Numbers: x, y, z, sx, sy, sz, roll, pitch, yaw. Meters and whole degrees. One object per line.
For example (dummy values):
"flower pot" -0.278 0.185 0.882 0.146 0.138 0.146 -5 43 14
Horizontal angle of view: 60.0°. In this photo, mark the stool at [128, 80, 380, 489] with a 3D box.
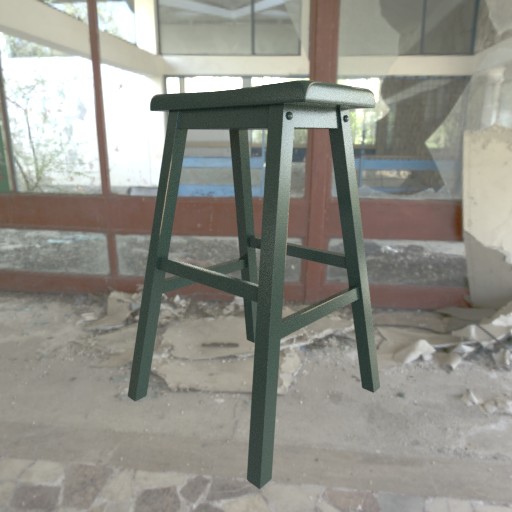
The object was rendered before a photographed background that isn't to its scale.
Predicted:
"stool" 0.000 0.000 1.059 0.457 0.737 0.476 14 20 41
